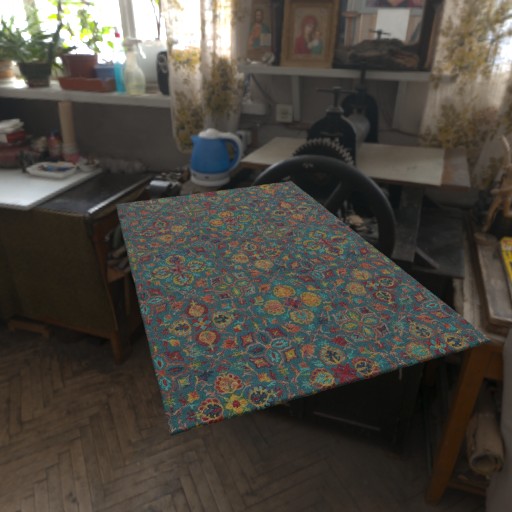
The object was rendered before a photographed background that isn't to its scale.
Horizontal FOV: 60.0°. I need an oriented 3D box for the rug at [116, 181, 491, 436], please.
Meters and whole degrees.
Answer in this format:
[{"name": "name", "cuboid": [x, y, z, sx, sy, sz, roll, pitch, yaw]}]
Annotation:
[{"name": "rug", "cuboid": [0.000, 0.000, 2.235, 1.216, 0.014, 1.836, -10, 31, -17]}]
